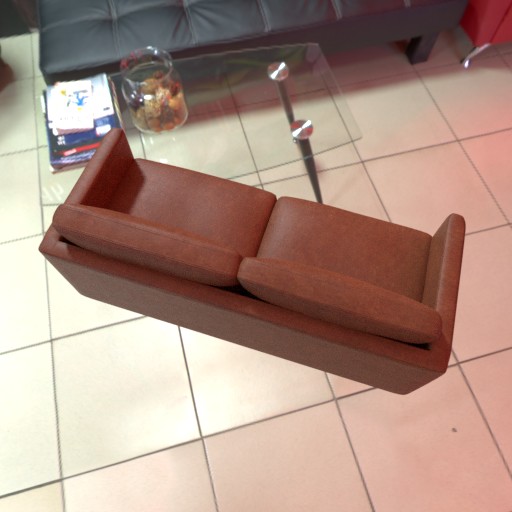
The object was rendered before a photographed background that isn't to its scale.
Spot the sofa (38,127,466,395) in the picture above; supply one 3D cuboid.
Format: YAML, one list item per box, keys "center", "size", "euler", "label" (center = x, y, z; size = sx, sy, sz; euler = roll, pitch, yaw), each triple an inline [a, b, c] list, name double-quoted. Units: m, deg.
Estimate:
- center: [0.000, 0.000, 2.686]
  size: [2.204, 0.932, 0.950]
  euler: [16, 64, 8]
  label: "sofa"
